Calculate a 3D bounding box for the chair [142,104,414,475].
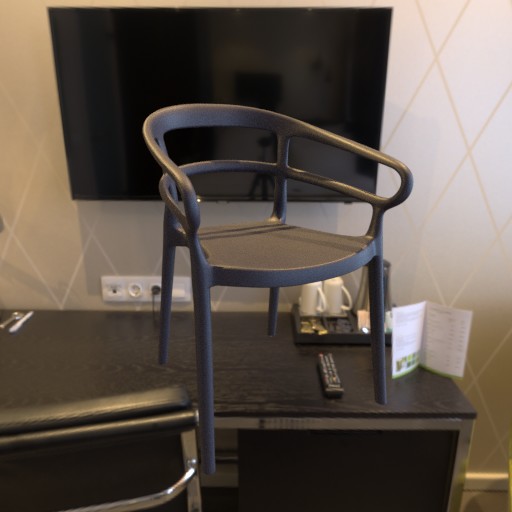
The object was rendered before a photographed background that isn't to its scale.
[{"bbox_3d":[0.000,0.000,1.145,0.559,0.761,0.527,-9,19,-28],"label":"chair"}]
